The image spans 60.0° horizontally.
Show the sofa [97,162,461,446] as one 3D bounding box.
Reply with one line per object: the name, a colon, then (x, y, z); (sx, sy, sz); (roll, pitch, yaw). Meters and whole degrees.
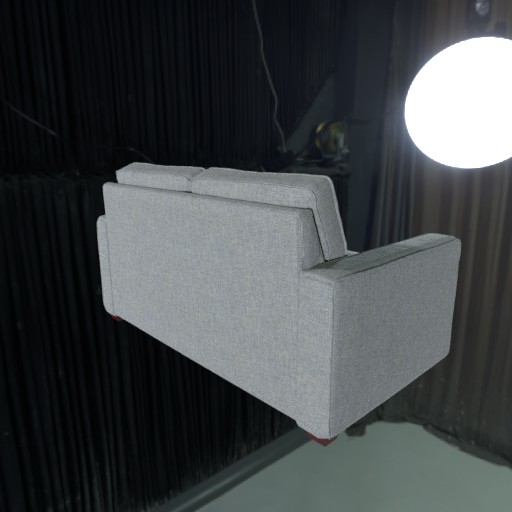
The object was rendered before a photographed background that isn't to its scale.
sofa: (0.000, 0.000, 2.266); (0.945, 0.915, 1.706); (-13, 19, -42)
